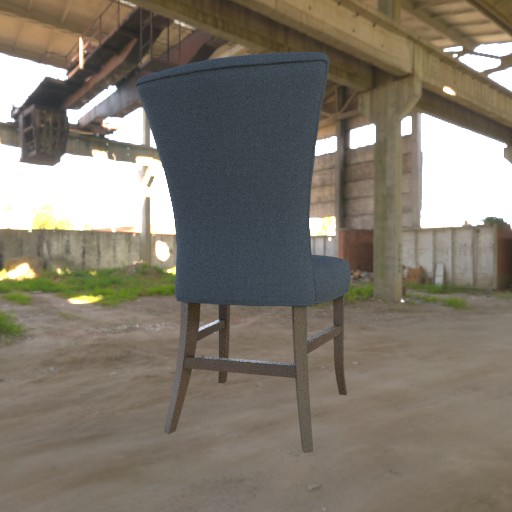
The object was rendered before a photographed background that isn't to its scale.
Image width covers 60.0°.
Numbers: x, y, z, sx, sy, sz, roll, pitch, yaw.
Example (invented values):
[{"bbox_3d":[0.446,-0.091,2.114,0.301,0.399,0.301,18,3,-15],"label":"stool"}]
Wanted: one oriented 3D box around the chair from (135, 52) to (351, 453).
[{"bbox_3d":[0.000,0.000,1.369,0.520,0.991,0.660,0,1,18],"label":"chair"}]
